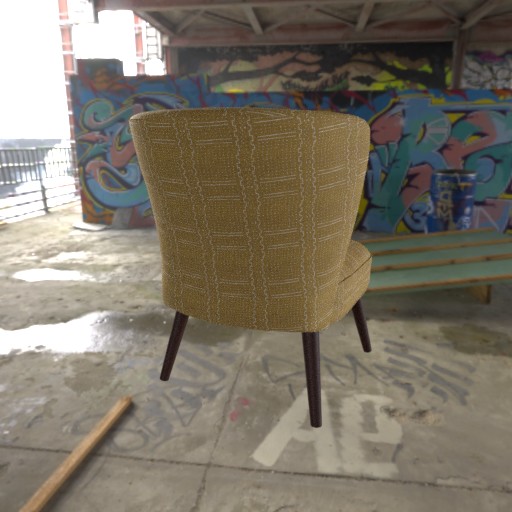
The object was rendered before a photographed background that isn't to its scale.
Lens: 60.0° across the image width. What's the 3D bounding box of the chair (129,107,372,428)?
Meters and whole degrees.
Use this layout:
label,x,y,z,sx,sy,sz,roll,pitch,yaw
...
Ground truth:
label,x,y,z,sx,sy,sz,roll,pitch,yaw
chair,0.000,0.000,1.427,0.706,0.866,0.758,8,17,26
